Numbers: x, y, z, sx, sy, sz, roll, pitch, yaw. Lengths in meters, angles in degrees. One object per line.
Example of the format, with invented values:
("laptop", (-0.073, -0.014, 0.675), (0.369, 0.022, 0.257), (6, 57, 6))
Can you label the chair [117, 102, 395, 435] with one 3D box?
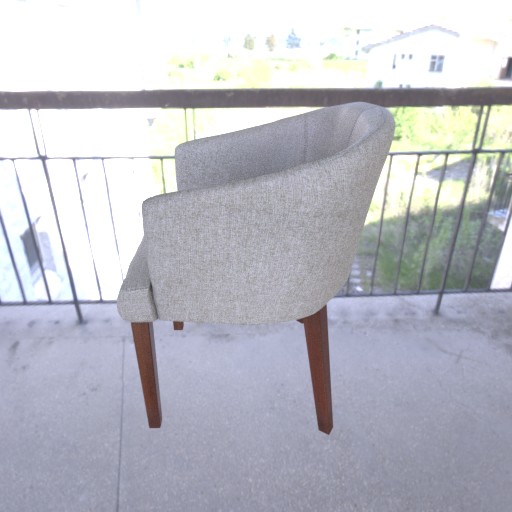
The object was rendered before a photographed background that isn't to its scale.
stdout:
("chair", (0.000, 0.000, 1.257), (0.655, 0.811, 0.583), (-1, 27, -1))
